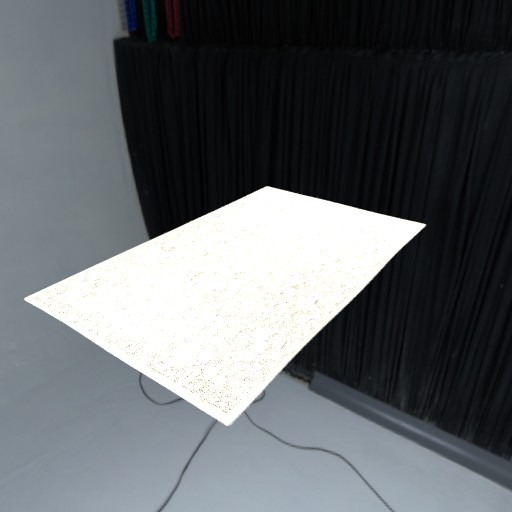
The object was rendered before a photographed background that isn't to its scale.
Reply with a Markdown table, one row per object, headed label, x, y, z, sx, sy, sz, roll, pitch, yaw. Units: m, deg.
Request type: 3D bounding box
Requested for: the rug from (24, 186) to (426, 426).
| label | x | y | z | sx | sy | sz | roll | pitch | yaw |
| --- | --- | --- | --- | --- | --- | --- | --- | --- | --- |
| rug | 0.000 | 0.000 | 3.007 | 1.529 | 0.012 | 2.435 | 19 | 33 | 32 |
